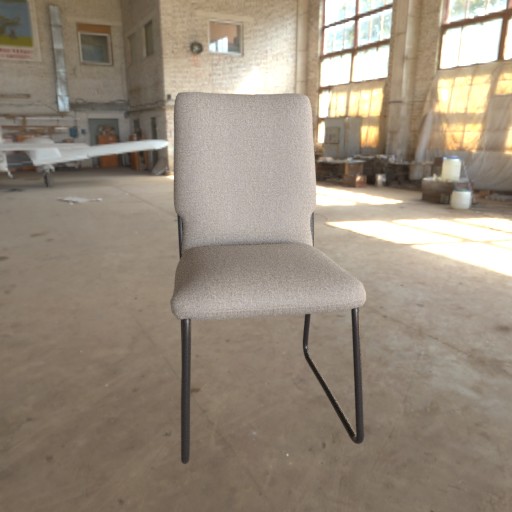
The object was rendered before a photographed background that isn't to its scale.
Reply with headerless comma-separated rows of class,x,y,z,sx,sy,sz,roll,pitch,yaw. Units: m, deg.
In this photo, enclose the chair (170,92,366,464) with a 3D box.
chair,0.000,0.000,1.191,0.448,0.864,0.560,-3,16,-9
